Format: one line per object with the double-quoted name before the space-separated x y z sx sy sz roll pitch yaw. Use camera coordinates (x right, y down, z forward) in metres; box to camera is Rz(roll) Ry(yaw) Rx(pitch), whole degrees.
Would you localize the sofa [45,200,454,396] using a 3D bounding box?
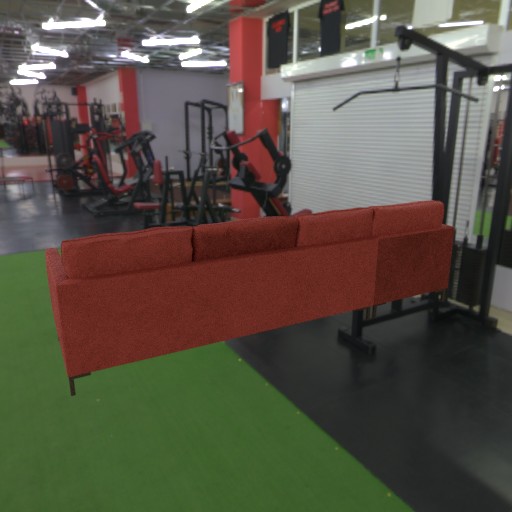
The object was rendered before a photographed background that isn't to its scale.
"sofa" 0.000 0.000 3.984 3.400 0.967 1.500 -8 18 -27
